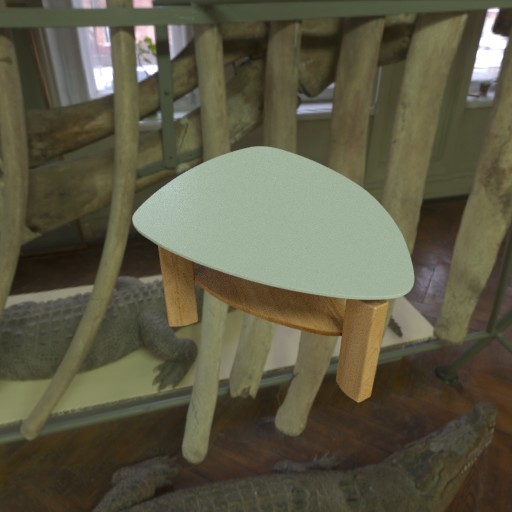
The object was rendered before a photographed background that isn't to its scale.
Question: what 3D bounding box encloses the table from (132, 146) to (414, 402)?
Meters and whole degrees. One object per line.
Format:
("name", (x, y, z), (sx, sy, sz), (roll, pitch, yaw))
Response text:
("table", (0.000, 0.000, 1.675), (0.850, 0.440, 1.250), (-8, 32, -14))
